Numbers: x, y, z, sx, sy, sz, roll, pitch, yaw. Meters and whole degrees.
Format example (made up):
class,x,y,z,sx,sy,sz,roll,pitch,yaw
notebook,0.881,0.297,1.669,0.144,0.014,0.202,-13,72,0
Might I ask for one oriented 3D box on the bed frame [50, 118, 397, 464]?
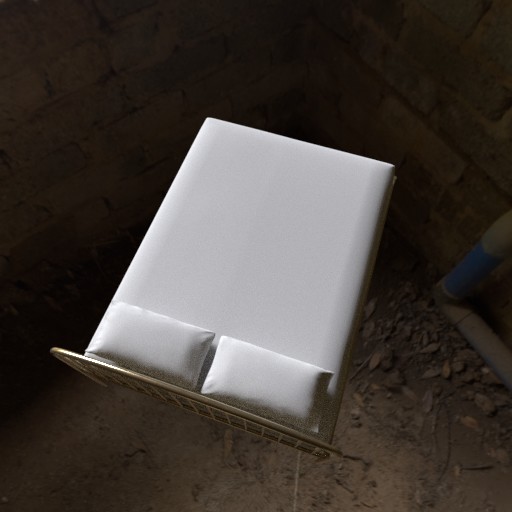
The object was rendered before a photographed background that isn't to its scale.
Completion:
class,x,y,z,sx,sy,sz,roll,pitch,yaw
bed frame,0.000,0.000,3.023,1.612,1.175,2.152,17,64,8
